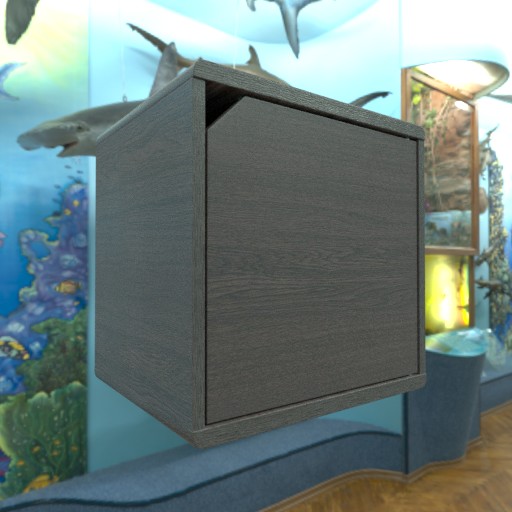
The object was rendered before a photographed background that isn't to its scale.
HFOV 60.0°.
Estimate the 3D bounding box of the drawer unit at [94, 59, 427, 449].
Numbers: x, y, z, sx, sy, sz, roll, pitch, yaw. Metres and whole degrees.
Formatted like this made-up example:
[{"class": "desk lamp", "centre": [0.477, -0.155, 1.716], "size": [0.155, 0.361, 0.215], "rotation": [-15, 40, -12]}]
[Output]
[{"class": "drawer unit", "centre": [0.000, 0.000, 0.601], "size": [0.344, 0.344, 0.290], "rotation": [1, -1, -36]}]
